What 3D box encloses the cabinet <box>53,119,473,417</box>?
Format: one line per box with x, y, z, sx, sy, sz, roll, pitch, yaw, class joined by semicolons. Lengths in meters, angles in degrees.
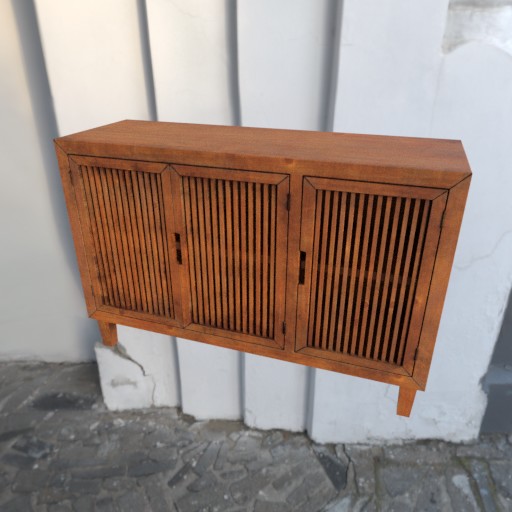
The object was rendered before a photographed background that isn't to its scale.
0.000;0.000;1.554;1.204;0.805;0.403;9;27;17;cabinet
